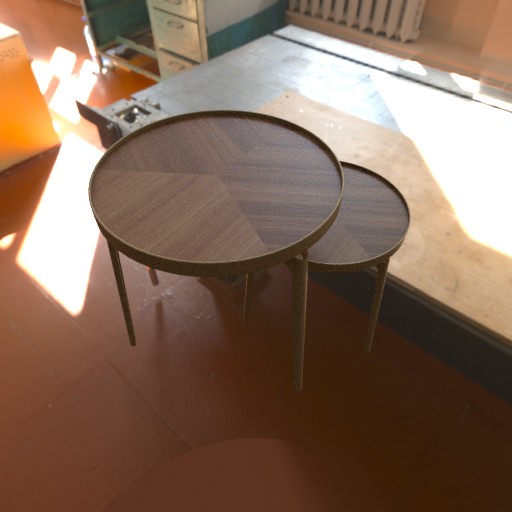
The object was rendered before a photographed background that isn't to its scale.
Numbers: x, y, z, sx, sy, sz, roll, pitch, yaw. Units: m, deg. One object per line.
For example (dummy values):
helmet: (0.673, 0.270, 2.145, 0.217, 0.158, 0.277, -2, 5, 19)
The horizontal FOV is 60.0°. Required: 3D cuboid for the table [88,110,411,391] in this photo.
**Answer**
table: (0.000, 0.000, 1.149, 0.751, 0.555, 0.532, -10, 47, -9)
